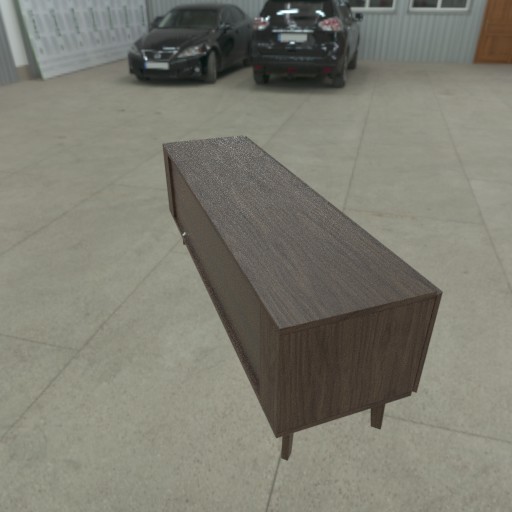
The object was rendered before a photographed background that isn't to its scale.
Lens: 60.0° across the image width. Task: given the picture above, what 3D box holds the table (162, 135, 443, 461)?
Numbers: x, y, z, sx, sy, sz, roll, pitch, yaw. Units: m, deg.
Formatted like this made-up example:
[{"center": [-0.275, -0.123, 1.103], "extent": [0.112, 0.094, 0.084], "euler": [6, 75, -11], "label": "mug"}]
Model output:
[{"center": [0.000, 0.000, 1.648], "extent": [0.405, 0.508, 1.397], "euler": [-10, 32, -17], "label": "table"}]
